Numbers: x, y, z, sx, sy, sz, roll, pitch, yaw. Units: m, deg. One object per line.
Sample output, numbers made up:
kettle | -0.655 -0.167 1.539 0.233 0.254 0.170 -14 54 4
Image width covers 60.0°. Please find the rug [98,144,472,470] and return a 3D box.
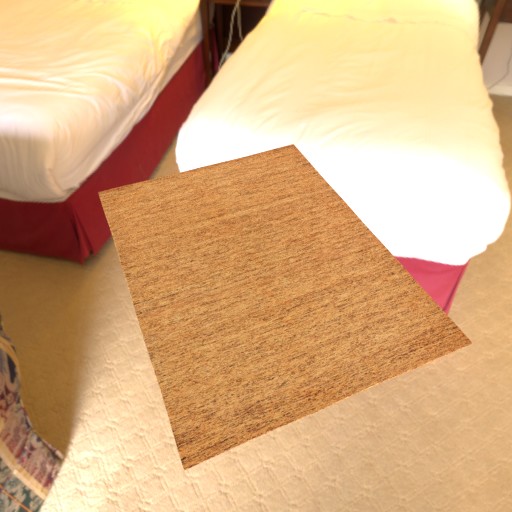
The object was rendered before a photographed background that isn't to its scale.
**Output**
rug | 0.000 0.000 4.271 2.438 0.012 3.200 -18 49 -16
